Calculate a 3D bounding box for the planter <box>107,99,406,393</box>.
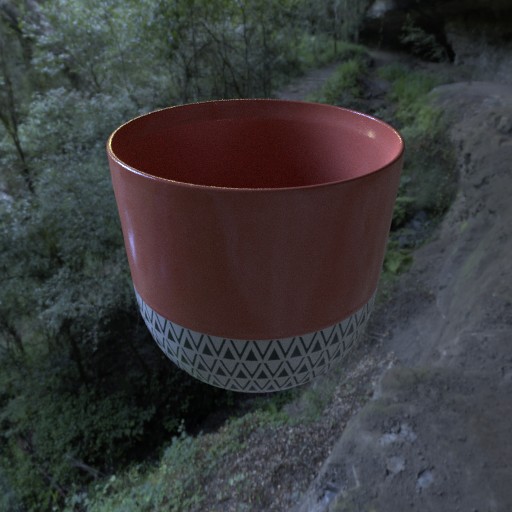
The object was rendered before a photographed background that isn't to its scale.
[{"bbox_3d":[0.000,0.000,0.480,0.266,0.270,0.266,0,32,0],"label":"planter"}]
